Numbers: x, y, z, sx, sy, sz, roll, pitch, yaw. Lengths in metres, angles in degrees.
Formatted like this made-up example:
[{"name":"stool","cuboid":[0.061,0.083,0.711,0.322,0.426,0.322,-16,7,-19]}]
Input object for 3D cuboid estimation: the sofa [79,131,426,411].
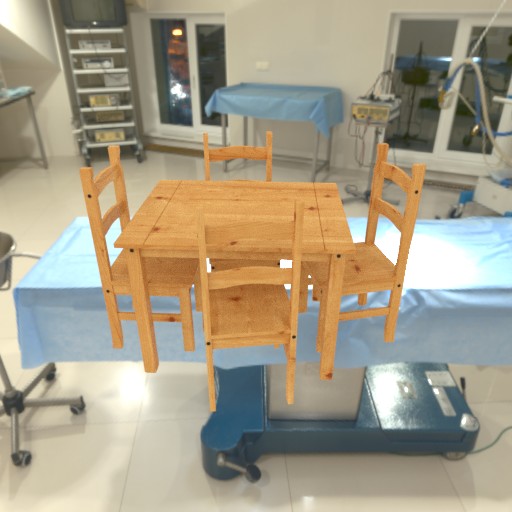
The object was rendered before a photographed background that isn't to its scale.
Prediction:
[{"name":"sofa","cuboid":[0.000,0.000,2.267,1.529,1.000,1.144,2,29,3]}]
